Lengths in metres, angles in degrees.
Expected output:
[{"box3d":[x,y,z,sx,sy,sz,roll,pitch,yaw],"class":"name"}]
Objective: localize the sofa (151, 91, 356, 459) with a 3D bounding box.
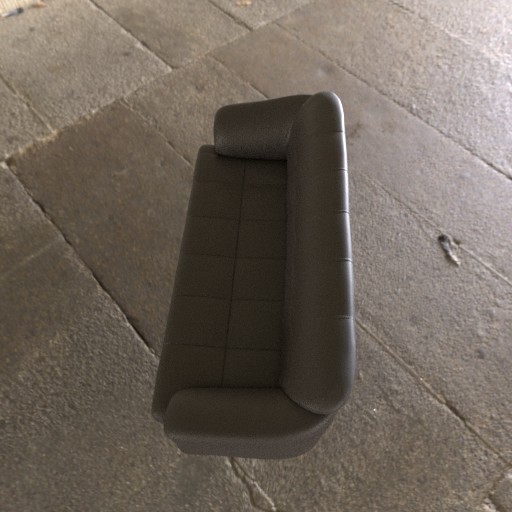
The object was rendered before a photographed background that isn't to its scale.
[{"box3d":[0.000,0.000,2.211,0.800,0.811,1.829,3,59,2],"class":"sofa"}]
